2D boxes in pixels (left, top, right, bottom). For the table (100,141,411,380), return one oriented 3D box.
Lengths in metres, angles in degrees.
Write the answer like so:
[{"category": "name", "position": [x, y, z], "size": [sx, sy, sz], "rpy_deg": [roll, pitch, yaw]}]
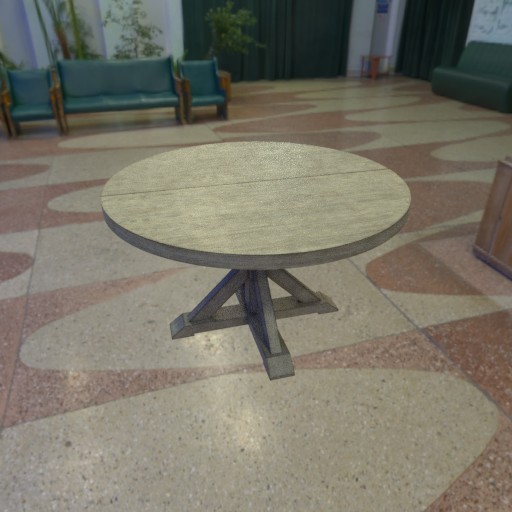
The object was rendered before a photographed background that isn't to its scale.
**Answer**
[{"category": "table", "position": [0.000, 0.000, 2.217], "size": [1.363, 0.781, 1.363], "rpy_deg": [0, 30, 0]}]
